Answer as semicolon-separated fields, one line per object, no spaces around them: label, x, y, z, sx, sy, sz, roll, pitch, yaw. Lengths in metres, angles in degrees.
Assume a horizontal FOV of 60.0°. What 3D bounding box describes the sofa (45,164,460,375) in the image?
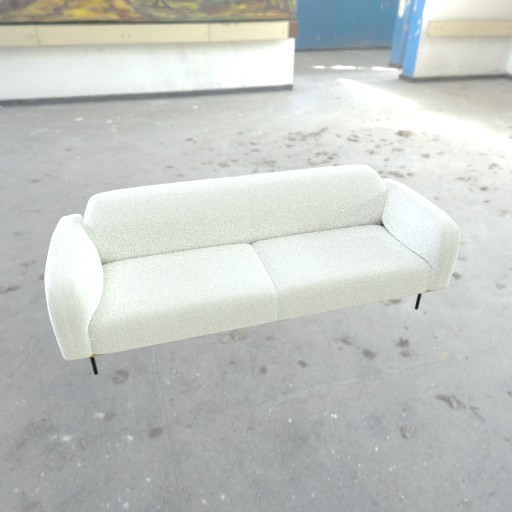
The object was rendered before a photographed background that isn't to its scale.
sofa;0.000;0.000;2.680;2.280;0.780;0.870;-9;32;-14
